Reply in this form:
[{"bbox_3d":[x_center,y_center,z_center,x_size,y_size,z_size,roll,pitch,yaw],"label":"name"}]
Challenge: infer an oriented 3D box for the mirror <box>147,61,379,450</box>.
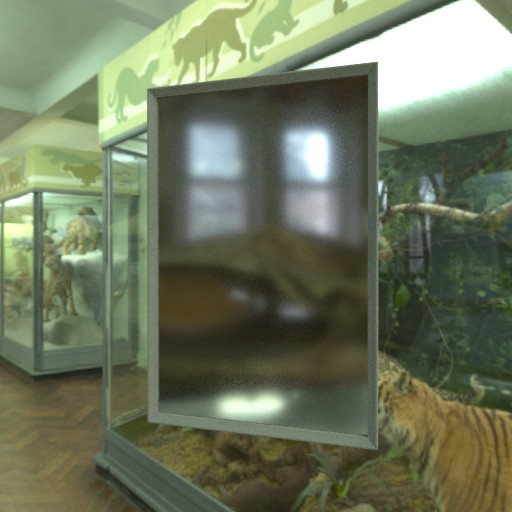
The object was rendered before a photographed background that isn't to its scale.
[{"bbox_3d":[0.000,0.000,1.146,0.609,0.915,0.041,0,0,16],"label":"mirror"}]
